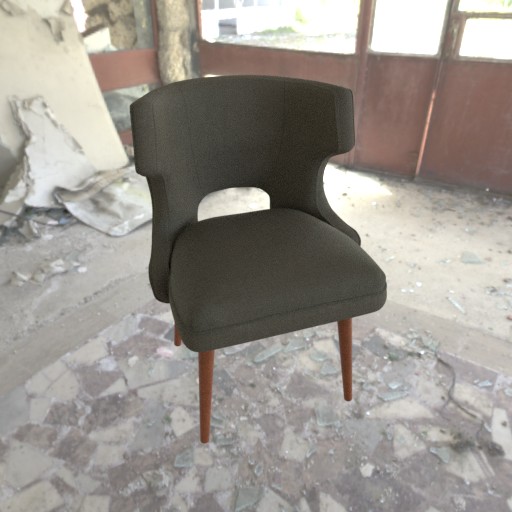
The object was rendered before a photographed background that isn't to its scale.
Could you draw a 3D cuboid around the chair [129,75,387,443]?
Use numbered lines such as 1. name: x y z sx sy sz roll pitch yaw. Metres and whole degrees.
1. chair: 0.000 0.000 1.232 0.595 0.863 0.581 -10 33 -16
